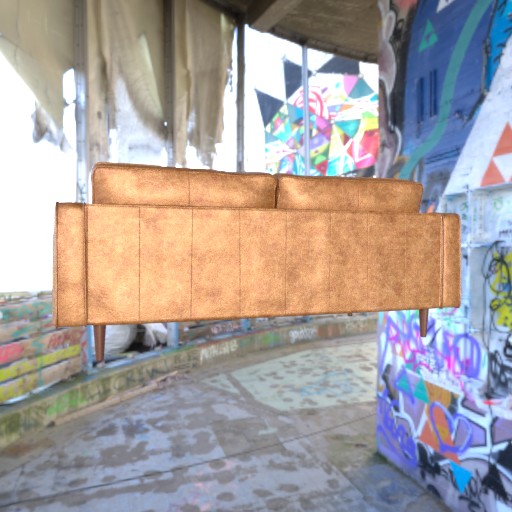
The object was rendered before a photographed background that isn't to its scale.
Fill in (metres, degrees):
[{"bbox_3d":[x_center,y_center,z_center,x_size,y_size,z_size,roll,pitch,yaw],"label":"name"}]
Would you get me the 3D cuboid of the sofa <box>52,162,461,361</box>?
[{"bbox_3d":[0.000,0.000,2.374,1.920,0.825,0.924,0,1,-18],"label":"sofa"}]
